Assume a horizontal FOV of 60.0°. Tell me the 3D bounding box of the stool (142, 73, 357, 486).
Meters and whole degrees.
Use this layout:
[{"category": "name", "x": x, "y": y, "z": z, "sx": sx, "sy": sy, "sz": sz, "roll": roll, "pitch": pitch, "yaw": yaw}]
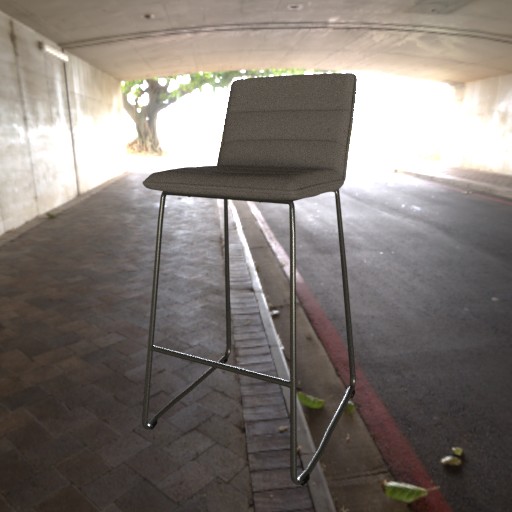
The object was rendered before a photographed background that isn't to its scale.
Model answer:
[{"category": "stool", "x": 0.000, "y": 0.000, "z": 1.202, "sx": 0.490, "sy": 0.960, "sz": 0.490, "roll": 8, "pitch": 17, "yaw": 26}]
